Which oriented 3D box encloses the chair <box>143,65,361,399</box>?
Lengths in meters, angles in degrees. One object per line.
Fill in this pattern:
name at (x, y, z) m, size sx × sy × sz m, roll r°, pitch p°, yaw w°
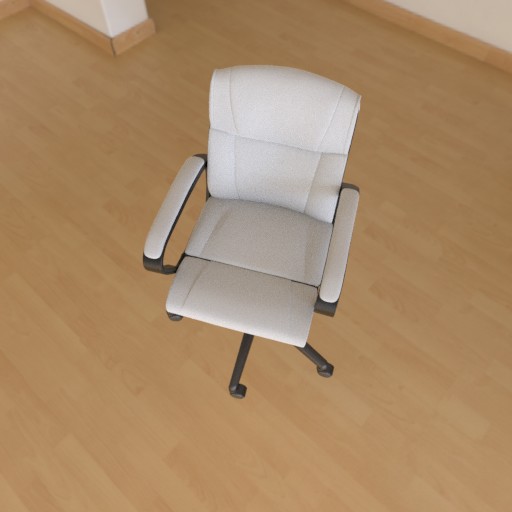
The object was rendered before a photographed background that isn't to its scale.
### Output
chair at (0.000, 0.000, 1.519) m, size 0.739 × 1.004 × 0.717 m, roll 14°, pitch 59°, yaw 9°
